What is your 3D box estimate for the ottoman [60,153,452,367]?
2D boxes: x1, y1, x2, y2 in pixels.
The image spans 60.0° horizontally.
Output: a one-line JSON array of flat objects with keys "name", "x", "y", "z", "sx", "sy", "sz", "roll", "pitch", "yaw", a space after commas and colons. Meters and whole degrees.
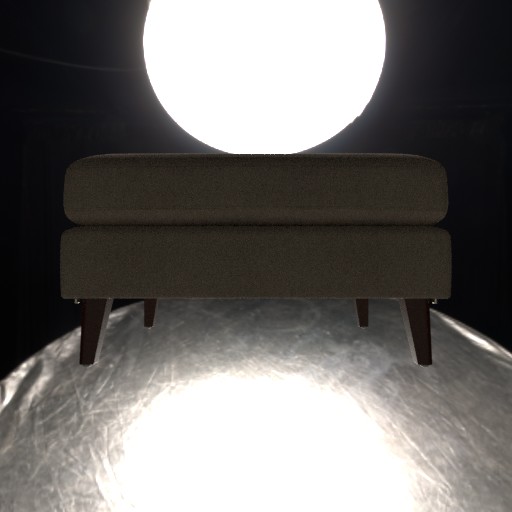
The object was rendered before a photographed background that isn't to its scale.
[{"name": "ottoman", "x": 0.000, "y": 0.000, "z": 1.216, "sx": 0.823, "sy": 0.478, "sz": 0.610, "roll": 0, "pitch": -1, "yaw": 0}]
